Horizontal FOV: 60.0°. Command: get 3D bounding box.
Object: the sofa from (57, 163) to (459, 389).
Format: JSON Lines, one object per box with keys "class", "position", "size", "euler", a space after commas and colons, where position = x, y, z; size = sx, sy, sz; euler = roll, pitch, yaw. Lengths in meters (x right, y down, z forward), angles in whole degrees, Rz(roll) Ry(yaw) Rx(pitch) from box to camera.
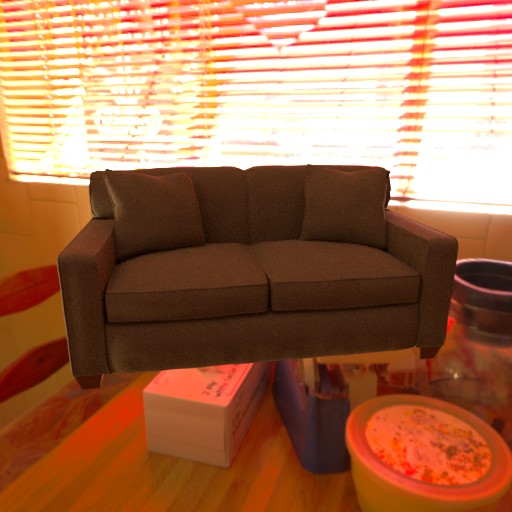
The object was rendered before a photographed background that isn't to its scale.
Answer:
{"class": "sofa", "position": [0.000, 0.000, 2.457], "size": [1.846, 0.958, 1.000], "euler": [-3, 17, -9]}
